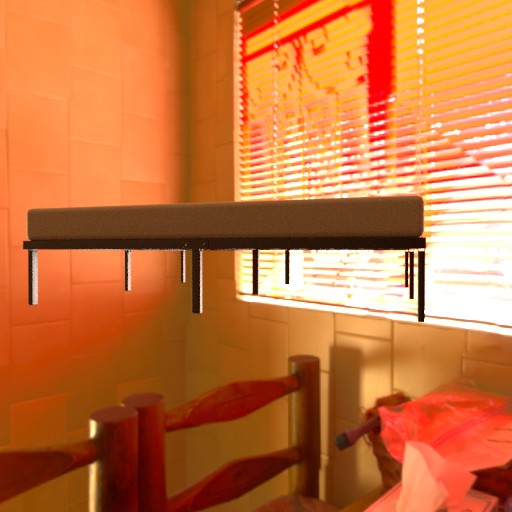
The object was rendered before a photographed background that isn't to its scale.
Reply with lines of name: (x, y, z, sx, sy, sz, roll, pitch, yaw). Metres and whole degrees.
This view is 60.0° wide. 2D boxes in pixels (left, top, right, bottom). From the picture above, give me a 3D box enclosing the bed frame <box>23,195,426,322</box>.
bed frame: (0.000, 0.000, 3.902, 2.635, 0.680, 2.526, 0, 1, 17)
